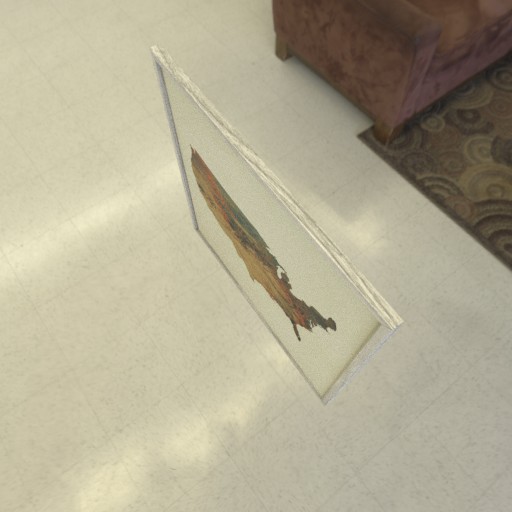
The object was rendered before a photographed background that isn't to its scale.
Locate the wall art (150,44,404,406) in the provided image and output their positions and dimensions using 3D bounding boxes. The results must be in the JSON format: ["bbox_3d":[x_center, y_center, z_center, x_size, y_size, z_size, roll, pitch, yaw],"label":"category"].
[{"bbox_3d":[0.000,0.000,0.766,0.016,0.507,0.508,-32,68,-15],"label":"wall art"}]
